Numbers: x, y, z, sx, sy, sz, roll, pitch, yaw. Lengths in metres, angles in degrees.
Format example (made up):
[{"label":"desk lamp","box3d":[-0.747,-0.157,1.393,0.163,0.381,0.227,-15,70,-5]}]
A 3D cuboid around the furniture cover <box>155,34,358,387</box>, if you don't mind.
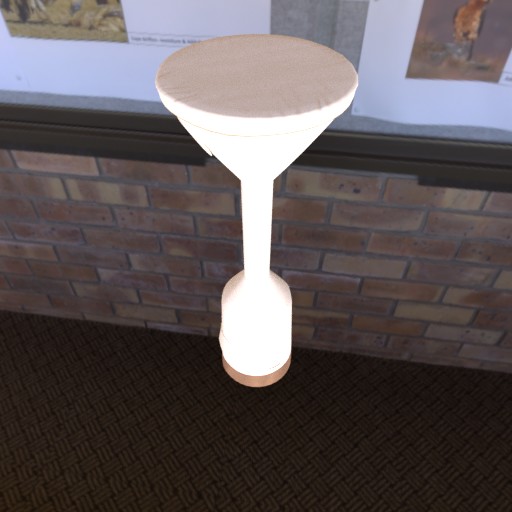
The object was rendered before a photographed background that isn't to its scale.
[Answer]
[{"label":"furniture cover","box3d":[0.000,0.000,2.870,0.914,2.413,0.914,-17,48,-16]}]
